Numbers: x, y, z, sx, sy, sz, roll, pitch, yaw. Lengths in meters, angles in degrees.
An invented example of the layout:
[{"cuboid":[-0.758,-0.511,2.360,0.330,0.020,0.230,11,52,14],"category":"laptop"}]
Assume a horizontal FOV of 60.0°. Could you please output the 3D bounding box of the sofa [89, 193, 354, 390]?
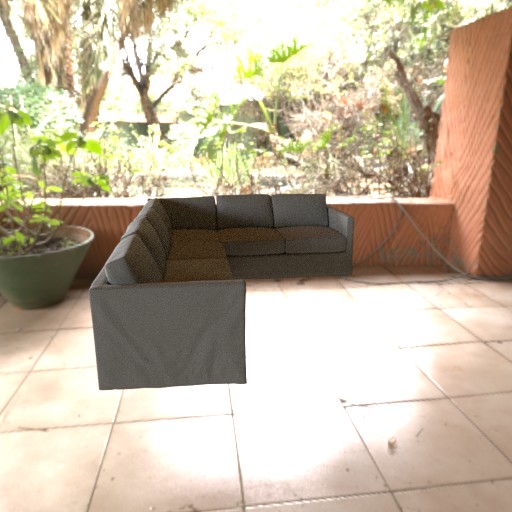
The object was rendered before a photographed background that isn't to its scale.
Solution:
[{"cuboid":[0.000,0.000,4.302,2.432,0.871,3.182,-2,15,-8],"category":"sofa"}]
